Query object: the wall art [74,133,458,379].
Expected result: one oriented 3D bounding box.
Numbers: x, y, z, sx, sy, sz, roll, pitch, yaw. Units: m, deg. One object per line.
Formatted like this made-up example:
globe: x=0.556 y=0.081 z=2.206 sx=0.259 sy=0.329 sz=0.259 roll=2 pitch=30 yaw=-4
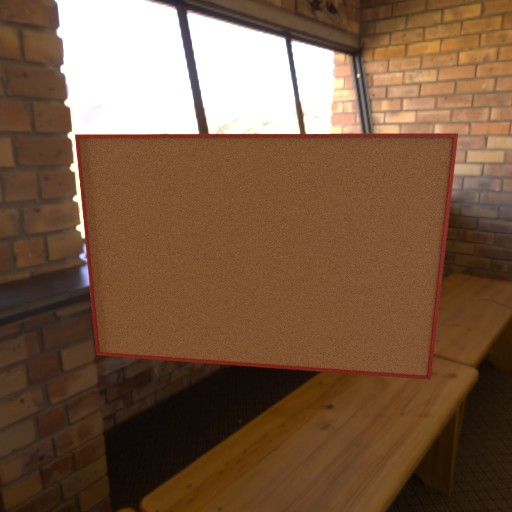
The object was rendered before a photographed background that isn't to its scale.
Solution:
wall art: x=0.000 y=0.000 z=0.762 sx=0.607 sy=0.405 sz=0.033 roll=2 pitch=15 yaw=8
